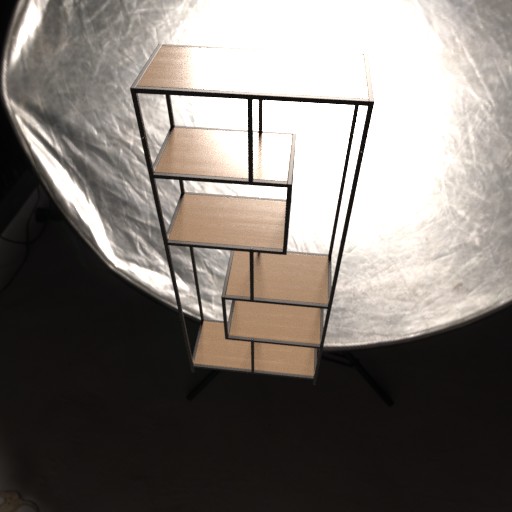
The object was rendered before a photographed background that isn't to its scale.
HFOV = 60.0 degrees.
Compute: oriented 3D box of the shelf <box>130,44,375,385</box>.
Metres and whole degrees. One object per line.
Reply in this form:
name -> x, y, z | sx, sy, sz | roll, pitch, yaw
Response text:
shelf -> 0.000, 0.000, 2.176 | 0.770, 1.850, 0.350 | 5, 47, 4
